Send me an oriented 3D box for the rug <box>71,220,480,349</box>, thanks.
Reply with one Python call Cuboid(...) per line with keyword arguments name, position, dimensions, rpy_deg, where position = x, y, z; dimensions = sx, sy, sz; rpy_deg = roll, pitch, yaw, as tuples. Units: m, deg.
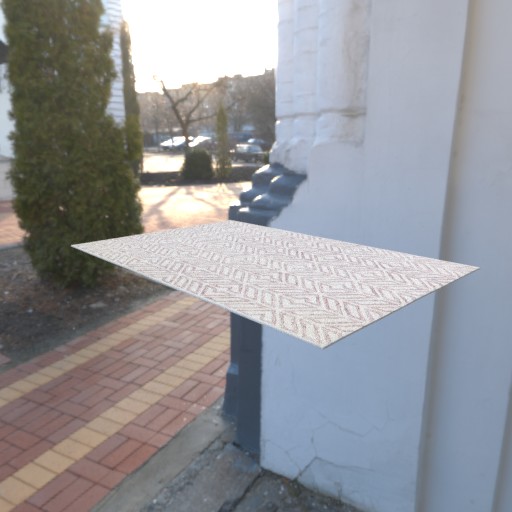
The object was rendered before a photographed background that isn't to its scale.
Cuboid(name="rug", position=(0.000, 0.000, 2.344), dimensions=(1.220, 0.007, 1.828), rpy_deg=(-14, 20, -42))
